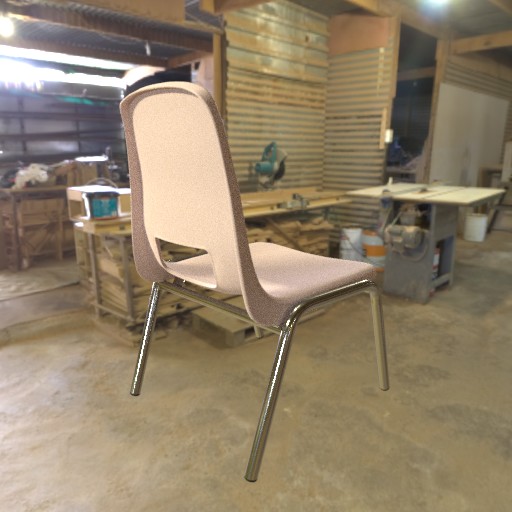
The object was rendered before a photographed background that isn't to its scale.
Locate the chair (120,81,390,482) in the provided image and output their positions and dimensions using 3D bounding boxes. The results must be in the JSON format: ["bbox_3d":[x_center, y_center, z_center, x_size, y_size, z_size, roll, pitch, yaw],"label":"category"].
[{"bbox_3d":[0.000,0.000,0.778,0.354,0.537,0.385,14,19,43],"label":"chair"}]
